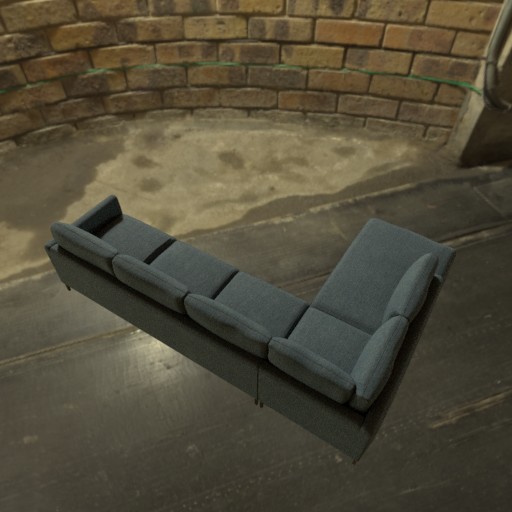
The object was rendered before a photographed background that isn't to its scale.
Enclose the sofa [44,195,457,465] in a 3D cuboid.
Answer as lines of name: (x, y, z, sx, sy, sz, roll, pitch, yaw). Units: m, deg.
sofa: (0.000, 0.000, 3.840, 2.949, 0.815, 2.007, 25, 52, 21)
